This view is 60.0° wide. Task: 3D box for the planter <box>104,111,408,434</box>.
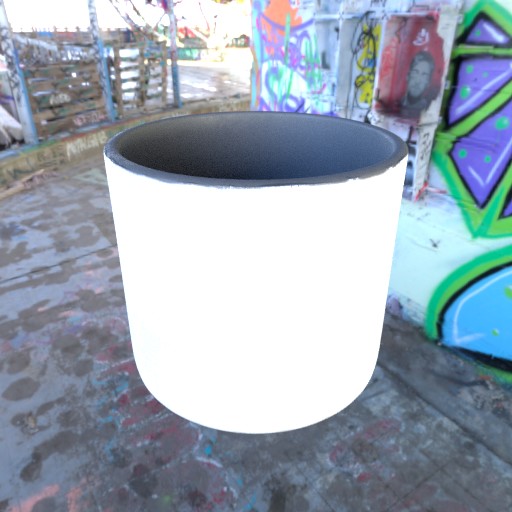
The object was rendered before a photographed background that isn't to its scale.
[{"bbox_3d":[0.000,0.000,0.375,0.221,0.201,0.221,0,28,0],"label":"planter"}]
